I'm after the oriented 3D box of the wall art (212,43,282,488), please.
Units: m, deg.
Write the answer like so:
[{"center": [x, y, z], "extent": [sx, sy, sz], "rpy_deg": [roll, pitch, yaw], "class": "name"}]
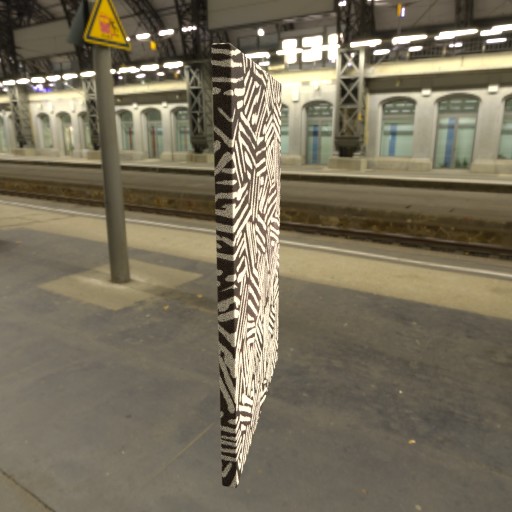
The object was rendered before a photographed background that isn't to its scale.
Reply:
[{"center": [0.000, 0.000, 1.170], "extent": [0.035, 0.918, 0.615], "rpy_deg": [3, 15, 11], "class": "wall art"}]
